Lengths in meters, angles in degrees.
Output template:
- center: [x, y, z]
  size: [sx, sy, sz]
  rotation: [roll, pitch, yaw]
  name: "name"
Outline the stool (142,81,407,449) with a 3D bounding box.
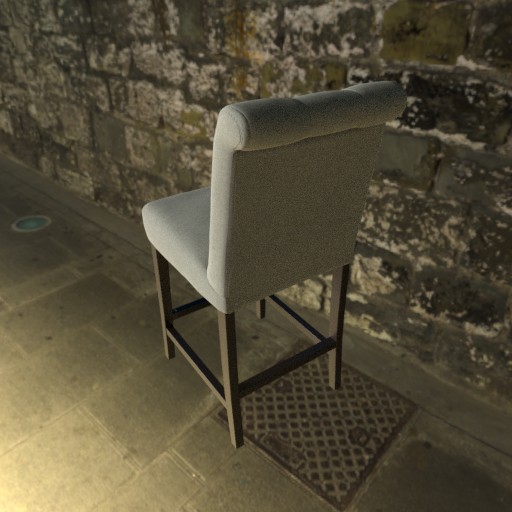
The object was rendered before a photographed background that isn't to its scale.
- center: [0.000, 0.000, 1.357]
  size: [0.493, 1.040, 0.601]
  rotation: [-20, 36, -29]
  name: "stool"
